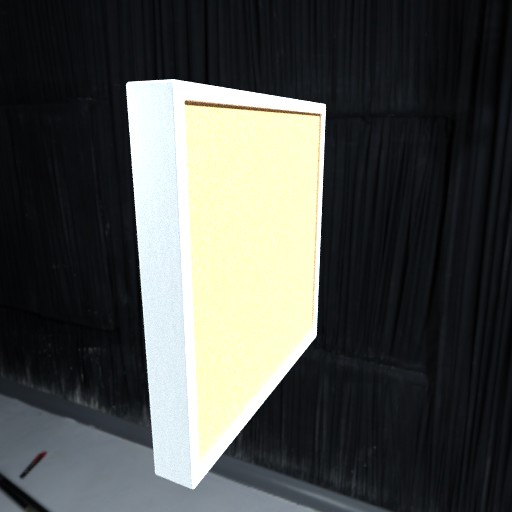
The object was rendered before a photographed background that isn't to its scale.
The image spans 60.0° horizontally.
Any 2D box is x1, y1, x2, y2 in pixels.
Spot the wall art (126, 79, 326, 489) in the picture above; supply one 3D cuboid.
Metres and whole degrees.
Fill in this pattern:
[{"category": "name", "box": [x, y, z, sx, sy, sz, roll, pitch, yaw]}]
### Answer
[{"category": "wall art", "box": [0.000, 0.000, 0.449, 0.038, 0.305, 0.305, 8, 18, 25]}]
